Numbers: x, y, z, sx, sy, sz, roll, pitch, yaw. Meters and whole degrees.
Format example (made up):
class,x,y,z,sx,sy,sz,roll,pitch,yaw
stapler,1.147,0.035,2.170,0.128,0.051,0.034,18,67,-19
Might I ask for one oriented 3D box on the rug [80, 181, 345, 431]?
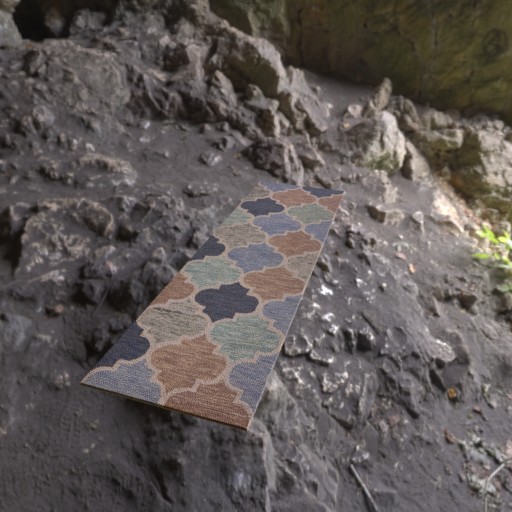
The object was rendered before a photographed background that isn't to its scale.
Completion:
class,x,y,z,sx,sy,sz,roll,pitch,yaw
rug,0.000,0.000,2.555,0.687,0.011,2.287,9,32,16
